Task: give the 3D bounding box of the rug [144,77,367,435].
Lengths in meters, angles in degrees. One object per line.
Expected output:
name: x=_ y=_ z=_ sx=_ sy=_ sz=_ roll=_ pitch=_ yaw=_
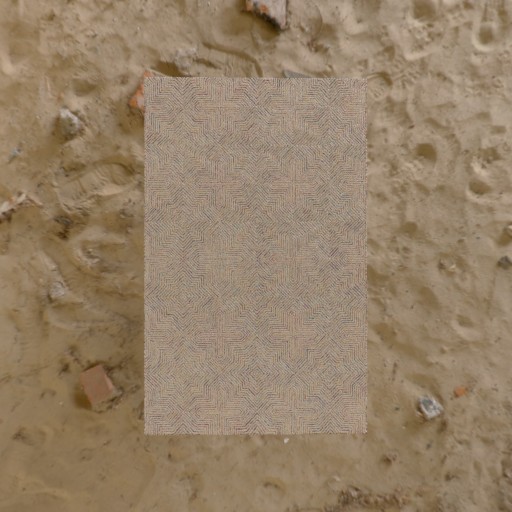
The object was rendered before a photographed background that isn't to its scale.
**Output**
rug: x=0.000 y=0.000 z=3.017 sx=1.519 sy=0.007 sz=2.428 roll=0 pitch=90 yaw=-1
